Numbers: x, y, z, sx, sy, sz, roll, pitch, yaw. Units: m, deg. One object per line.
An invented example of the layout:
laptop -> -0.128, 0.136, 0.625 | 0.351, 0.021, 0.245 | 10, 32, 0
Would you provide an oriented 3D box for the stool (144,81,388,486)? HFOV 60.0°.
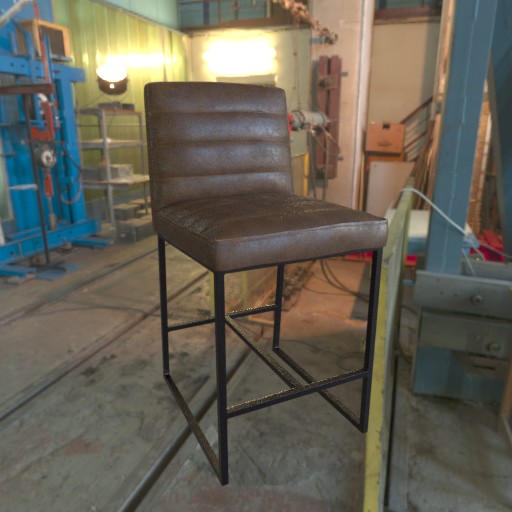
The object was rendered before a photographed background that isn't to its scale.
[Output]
stool -> 0.000, 0.000, 1.232 | 0.463, 0.942, 0.562 | -8, 18, -25
